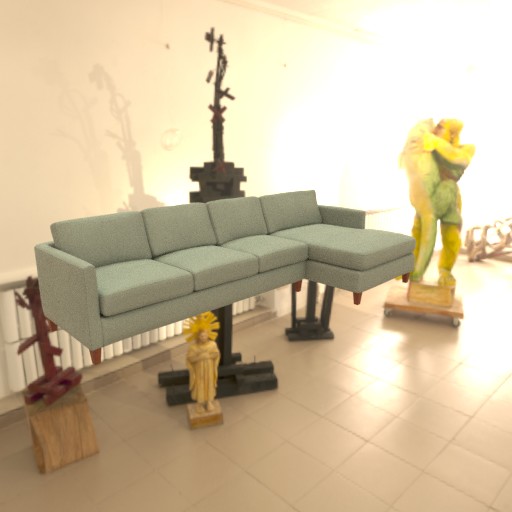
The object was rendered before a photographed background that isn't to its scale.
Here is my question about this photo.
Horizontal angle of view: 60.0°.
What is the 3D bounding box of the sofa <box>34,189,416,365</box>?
[{"bbox_3d":[0.000,0.000,4.223,3.471,0.950,1.604,-14,20,-43],"label":"sofa"}]
